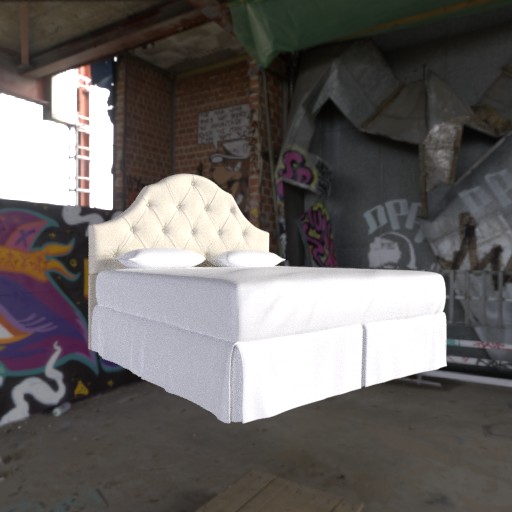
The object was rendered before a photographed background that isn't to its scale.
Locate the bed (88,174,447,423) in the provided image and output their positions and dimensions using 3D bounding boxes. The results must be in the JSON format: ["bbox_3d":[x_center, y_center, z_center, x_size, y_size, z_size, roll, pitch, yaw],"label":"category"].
[{"bbox_3d":[0.000,0.000,3.539,2.008,1.615,2.214,0,0,-37],"label":"bed"}]
